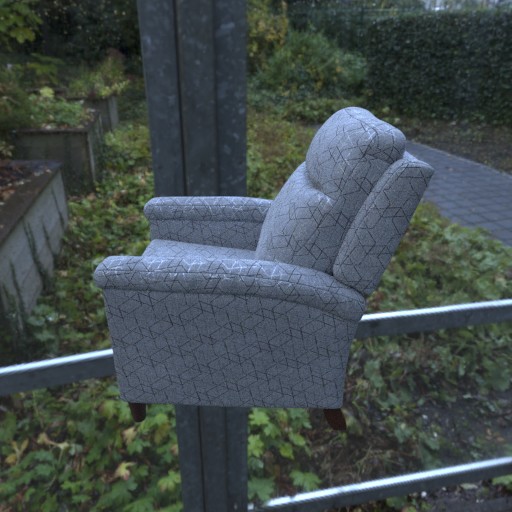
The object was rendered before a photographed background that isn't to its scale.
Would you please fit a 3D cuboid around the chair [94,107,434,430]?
[{"bbox_3d":[0.000,0.000,1.688,0.987,1.048,0.753,1,25,1],"label":"chair"}]
